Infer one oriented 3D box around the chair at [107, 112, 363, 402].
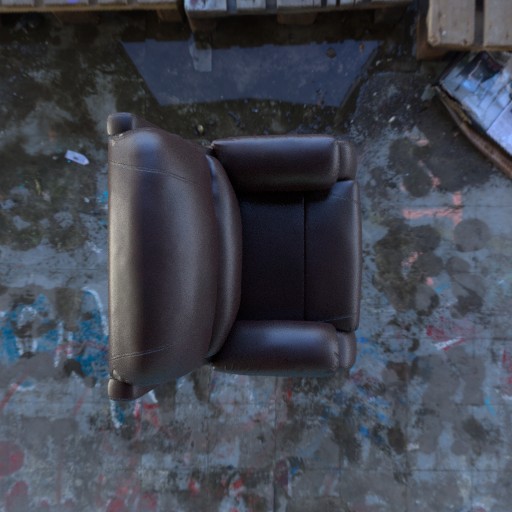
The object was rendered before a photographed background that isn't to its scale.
[{"bbox_3d":[0.000,0.000,1.719,0.899,1.011,0.930,0,91,-1],"label":"chair"}]
